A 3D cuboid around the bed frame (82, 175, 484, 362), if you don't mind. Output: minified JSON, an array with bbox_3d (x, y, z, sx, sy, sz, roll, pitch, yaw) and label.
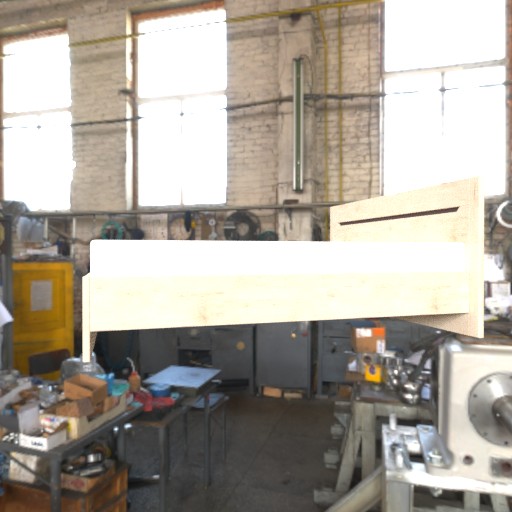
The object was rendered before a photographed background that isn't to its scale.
[{"bbox_3d":[0.000,0.000,2.998,2.080,0.900,1.800,0,0,-17],"label":"bed frame"}]
